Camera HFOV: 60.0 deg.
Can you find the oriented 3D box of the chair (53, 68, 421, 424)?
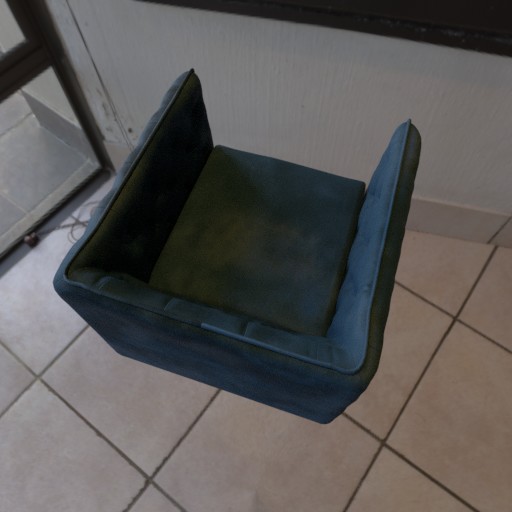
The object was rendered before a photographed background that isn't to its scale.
[{"bbox_3d":[0.000,0.000,1.568,0.868,0.771,0.877,16,63,8],"label":"chair"}]
